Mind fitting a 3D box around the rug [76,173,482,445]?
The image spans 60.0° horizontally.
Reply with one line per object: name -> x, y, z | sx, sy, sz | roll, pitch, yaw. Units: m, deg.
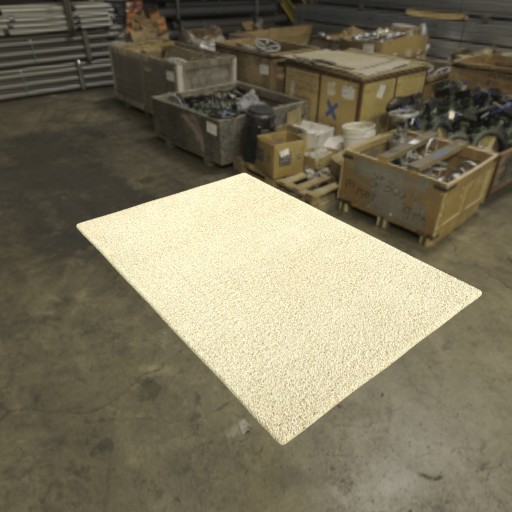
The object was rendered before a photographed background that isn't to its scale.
rug -> 0.000, 0.000, 2.273 | 1.219, 0.030, 1.778 | -24, 40, -32
